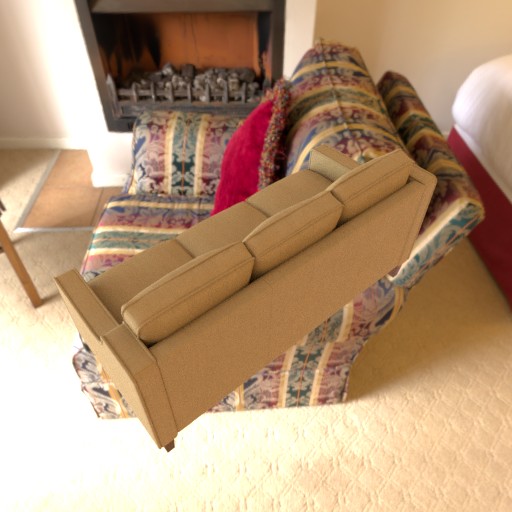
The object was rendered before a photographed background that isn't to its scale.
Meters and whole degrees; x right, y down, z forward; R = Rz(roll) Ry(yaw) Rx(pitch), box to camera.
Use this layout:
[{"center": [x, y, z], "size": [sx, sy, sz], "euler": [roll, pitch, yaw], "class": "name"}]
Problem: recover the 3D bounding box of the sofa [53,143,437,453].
[{"center": [0.000, 0.000, 2.580], "size": [1.986, 0.974, 0.911], "euler": [-31, 53, -27], "class": "sofa"}]
